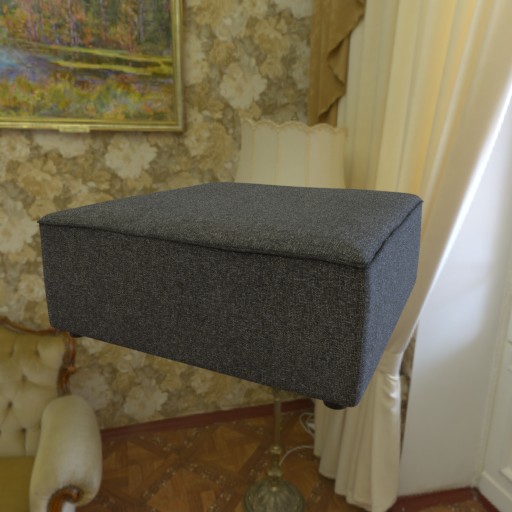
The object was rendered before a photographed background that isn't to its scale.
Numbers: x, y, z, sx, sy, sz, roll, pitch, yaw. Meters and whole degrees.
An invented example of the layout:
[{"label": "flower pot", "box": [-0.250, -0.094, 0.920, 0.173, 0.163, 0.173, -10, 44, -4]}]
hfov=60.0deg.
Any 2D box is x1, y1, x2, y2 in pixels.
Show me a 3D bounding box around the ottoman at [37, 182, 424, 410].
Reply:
[{"label": "ottoman", "box": [0.000, 0.000, 1.586, 1.021, 0.423, 1.017, 8, 17, 26]}]
